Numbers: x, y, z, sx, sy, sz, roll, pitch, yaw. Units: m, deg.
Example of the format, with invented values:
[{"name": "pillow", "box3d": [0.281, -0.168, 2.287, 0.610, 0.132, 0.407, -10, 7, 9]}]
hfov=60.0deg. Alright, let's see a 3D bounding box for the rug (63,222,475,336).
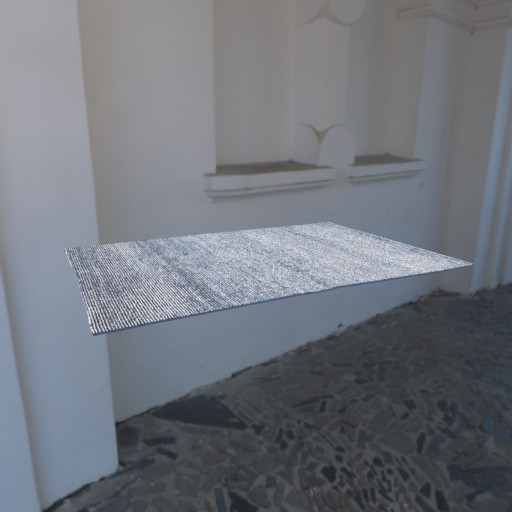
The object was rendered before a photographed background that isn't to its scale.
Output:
[{"name": "rug", "box3d": [0.000, 0.000, 3.041, 2.349, 0.030, 1.624, -7, 17, -25]}]
